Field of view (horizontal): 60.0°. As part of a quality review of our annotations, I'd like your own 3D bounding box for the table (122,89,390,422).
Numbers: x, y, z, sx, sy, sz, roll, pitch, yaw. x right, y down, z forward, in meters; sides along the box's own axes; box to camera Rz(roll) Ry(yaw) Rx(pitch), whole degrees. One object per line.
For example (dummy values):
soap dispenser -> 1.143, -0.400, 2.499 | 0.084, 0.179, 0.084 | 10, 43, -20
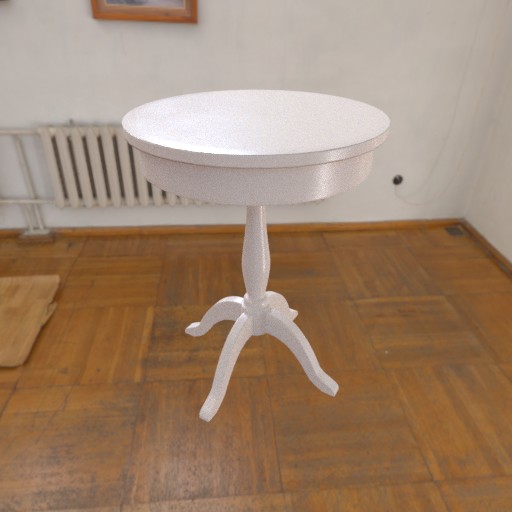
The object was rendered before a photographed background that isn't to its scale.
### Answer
table -> 0.000, 0.000, 1.041 | 0.513, 0.653, 0.513 | 0, 31, 0
